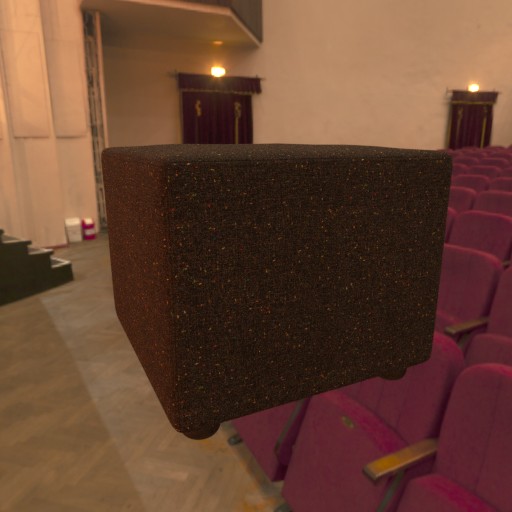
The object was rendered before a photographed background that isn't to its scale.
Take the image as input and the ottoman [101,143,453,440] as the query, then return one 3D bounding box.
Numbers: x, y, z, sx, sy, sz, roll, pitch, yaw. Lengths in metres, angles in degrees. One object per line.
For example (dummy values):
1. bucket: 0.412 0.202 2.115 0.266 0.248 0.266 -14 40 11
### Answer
1. ottoman: 0.000 0.000 0.882 0.508 0.432 0.508 -7 16 -25
